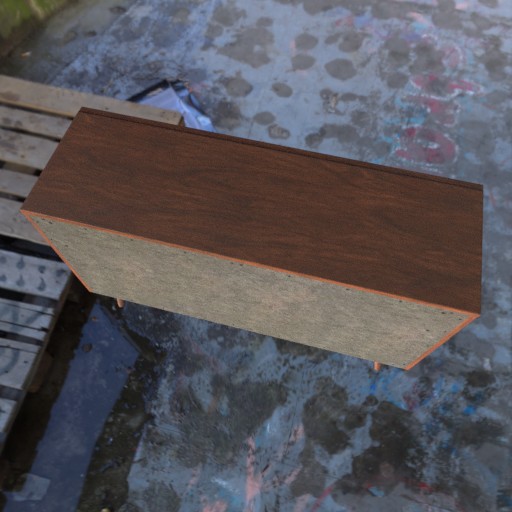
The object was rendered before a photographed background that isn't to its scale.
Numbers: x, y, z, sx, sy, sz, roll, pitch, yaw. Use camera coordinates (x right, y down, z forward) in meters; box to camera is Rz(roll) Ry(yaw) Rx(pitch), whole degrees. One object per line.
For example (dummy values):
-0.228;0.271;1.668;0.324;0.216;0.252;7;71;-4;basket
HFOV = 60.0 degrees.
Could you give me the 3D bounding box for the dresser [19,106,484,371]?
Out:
0.000;0.000;1.875;1.472;0.889;0.500;13;63;7;dresser
